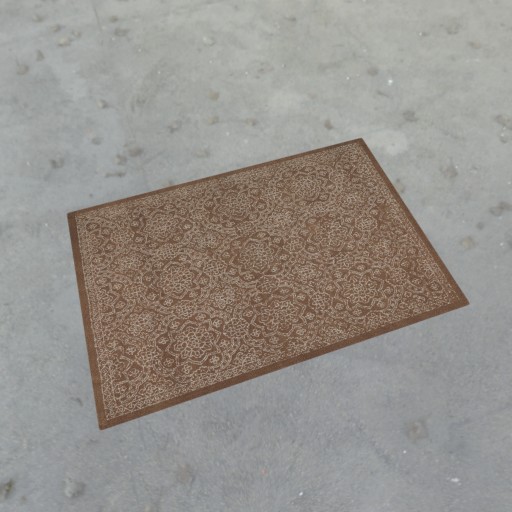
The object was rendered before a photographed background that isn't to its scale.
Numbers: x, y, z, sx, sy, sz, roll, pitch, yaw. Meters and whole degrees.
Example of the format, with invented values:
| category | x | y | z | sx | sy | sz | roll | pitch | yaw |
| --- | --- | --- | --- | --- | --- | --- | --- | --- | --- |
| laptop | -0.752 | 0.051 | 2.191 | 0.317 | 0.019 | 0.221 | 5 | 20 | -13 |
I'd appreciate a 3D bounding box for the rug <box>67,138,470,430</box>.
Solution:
| category | x | y | z | sx | sy | sz | roll | pitch | yaw |
| --- | --- | --- | --- | --- | --- | --- | --- | --- | --- |
| rug | 0.000 | 0.000 | 2.342 | 1.829 | 0.010 | 1.219 | -16 | 60 | -10 |
